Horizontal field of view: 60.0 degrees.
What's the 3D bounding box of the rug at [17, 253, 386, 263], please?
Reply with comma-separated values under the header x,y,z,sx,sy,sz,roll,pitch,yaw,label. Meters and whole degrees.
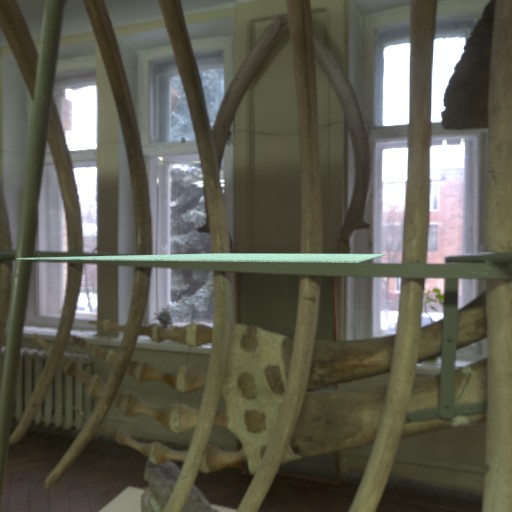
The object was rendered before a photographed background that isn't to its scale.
x,y,z,sx,sy,sz,roll,pitch,yaw,label
0.000,0.000,2.850,1.522,0.006,2.286,0,1,19,rug
